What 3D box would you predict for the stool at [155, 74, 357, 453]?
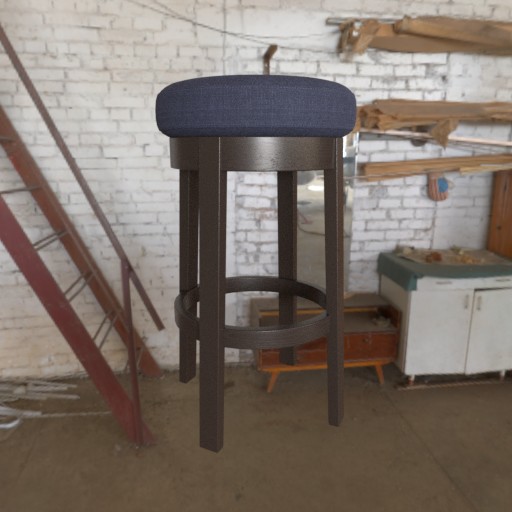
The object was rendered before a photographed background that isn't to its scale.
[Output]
[{"bbox_3d":[0.000,0.000,1.041,0.446,0.758,0.446,0,14,0],"label":"stool"}]
